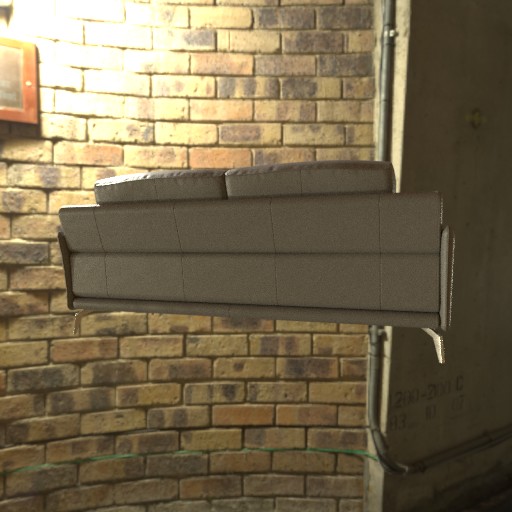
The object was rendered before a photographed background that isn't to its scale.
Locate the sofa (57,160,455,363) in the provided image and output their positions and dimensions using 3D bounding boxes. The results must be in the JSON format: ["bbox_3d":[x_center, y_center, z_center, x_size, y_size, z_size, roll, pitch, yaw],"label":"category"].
[{"bbox_3d":[0.000,0.000,2.656,2.101,0.930,1.049,0,1,19],"label":"sofa"}]
